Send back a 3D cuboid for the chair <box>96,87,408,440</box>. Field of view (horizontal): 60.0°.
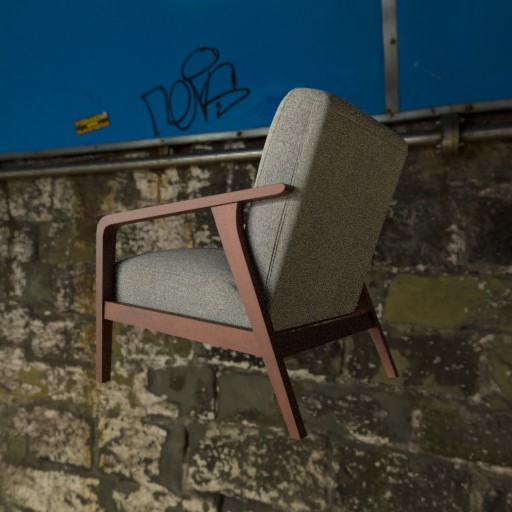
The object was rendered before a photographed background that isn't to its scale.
[{"bbox_3d":[0.000,0.000,1.496,0.858,0.847,0.704,0,0,37],"label":"chair"}]
